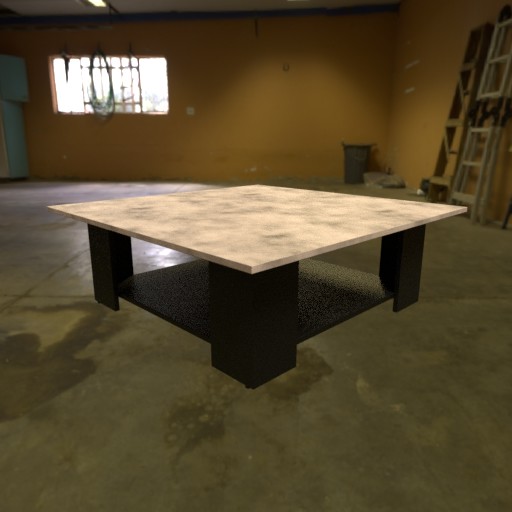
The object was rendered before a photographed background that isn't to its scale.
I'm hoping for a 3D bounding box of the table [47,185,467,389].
[{"bbox_3d":[0.000,0.000,1.365,0.890,0.305,0.890,-14,21,-42],"label":"table"}]
